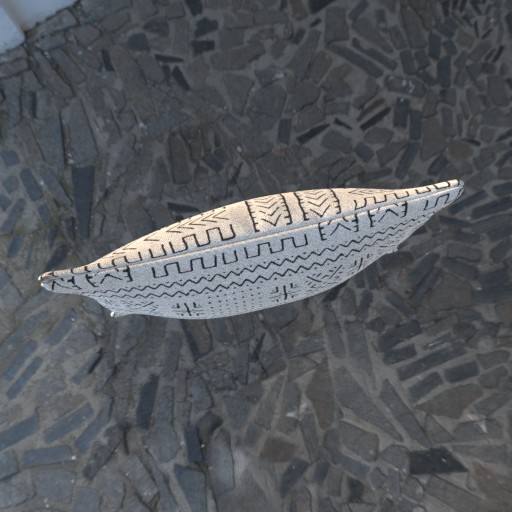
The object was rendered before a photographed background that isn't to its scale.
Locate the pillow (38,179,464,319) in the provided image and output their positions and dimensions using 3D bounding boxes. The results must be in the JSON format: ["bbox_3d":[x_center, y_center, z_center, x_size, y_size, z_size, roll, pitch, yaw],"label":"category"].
[{"bbox_3d":[0.000,0.000,0.800,0.637,0.352,0.188,-13,76,-3],"label":"pillow"}]
